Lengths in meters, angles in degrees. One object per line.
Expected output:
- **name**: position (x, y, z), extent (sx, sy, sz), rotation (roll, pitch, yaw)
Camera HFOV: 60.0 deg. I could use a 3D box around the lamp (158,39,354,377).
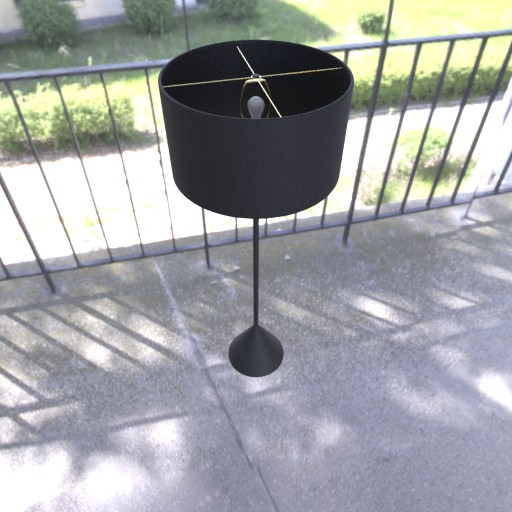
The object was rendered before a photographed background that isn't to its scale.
- **lamp**: position (0.000, 0.000, 1.855), extent (0.580, 1.526, 0.580), rotation (-10, 45, -10)
